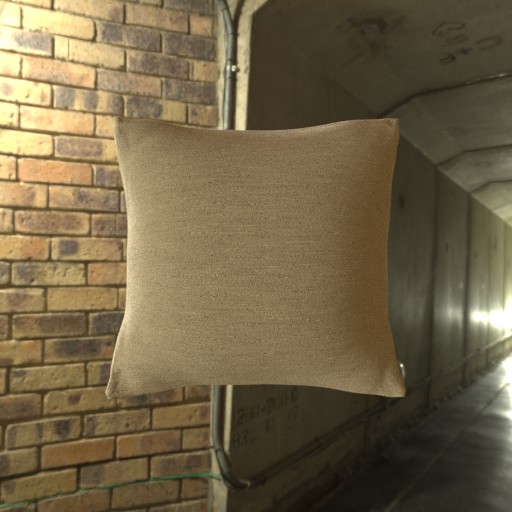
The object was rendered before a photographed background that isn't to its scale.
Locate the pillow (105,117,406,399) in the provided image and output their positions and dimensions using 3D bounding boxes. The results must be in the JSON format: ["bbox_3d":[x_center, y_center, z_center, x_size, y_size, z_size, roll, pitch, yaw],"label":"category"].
[{"bbox_3d":[0.000,0.000,0.661,0.440,0.419,0.162,0,-2,0],"label":"pillow"}]
